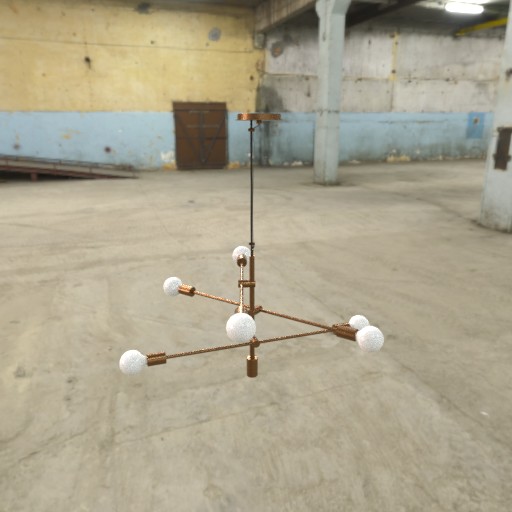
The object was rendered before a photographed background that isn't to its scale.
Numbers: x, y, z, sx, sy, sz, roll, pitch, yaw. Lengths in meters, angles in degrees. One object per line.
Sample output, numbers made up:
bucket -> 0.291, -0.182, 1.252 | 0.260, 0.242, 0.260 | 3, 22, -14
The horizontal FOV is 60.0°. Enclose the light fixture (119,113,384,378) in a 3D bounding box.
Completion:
light fixture -> 0.000, 0.000, 1.219 | 0.682, 0.744, 0.637 | 3, 16, 9
